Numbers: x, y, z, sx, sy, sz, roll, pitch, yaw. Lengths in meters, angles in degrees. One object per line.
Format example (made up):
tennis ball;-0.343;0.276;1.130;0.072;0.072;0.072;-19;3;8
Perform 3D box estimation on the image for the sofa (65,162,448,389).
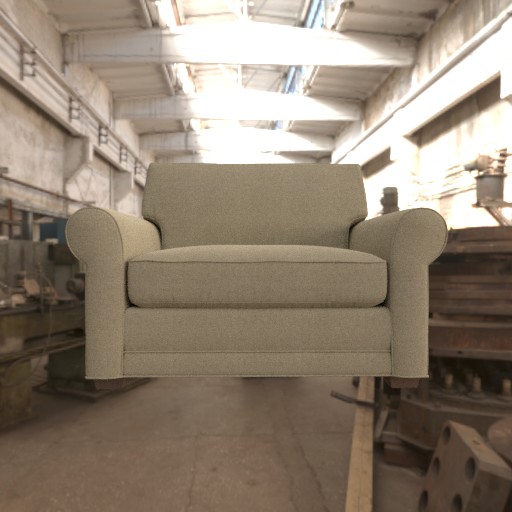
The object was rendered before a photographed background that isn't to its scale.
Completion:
sofa;0.000;0.000;2.060;1.405;0.991;0.936;0;0;-1
